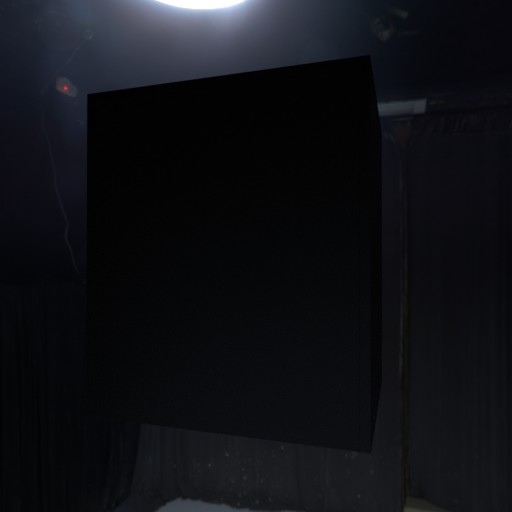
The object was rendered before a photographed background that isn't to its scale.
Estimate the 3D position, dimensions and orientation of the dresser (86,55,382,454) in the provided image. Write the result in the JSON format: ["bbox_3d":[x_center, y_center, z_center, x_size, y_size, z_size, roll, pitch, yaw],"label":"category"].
[{"bbox_3d":[0.000,0.000,0.753,0.400,0.470,0.360,0,0,18],"label":"dresser"}]
